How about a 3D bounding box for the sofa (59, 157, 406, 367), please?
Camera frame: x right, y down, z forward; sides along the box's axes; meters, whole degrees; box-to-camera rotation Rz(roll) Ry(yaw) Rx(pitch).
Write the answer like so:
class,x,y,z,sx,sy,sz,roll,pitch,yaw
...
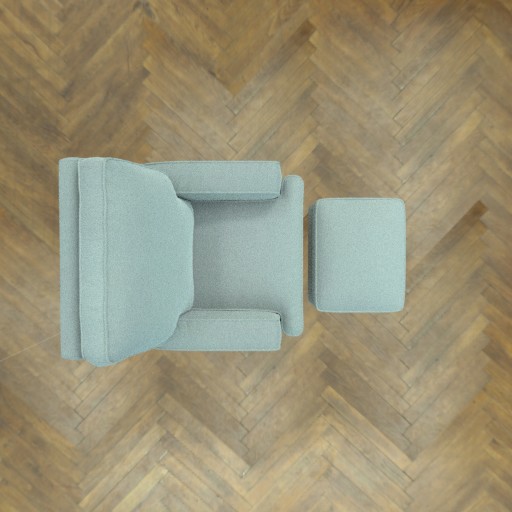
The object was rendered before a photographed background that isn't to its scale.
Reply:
class,x,y,z,sx,sy,sz,roll,pitch,yaw
sofa,0.000,0.000,2.013,1.472,0.959,0.861,0,91,-1
